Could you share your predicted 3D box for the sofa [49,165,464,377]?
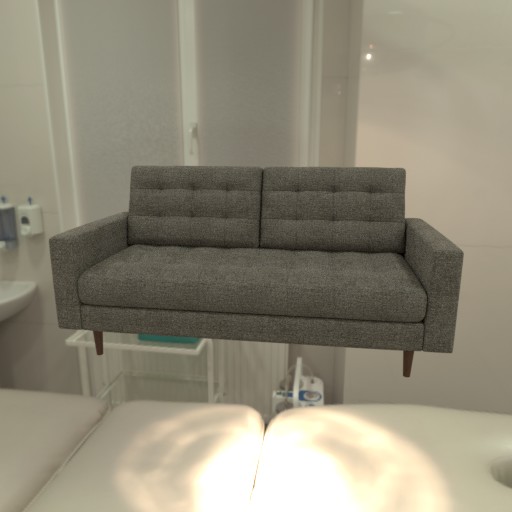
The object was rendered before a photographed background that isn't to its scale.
[{"bbox_3d":[0.000,0.000,2.338,1.821,0.902,0.863,2,14,8],"label":"sofa"}]
